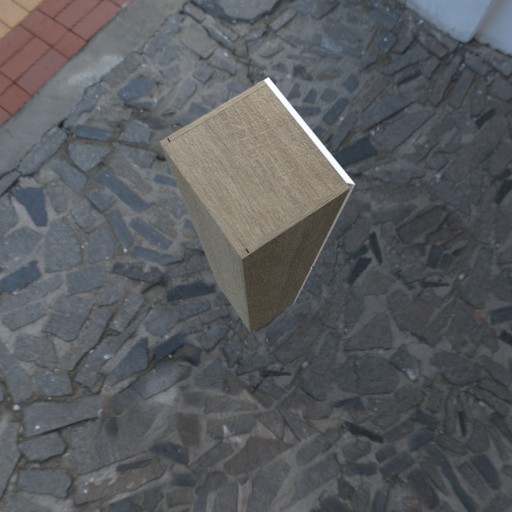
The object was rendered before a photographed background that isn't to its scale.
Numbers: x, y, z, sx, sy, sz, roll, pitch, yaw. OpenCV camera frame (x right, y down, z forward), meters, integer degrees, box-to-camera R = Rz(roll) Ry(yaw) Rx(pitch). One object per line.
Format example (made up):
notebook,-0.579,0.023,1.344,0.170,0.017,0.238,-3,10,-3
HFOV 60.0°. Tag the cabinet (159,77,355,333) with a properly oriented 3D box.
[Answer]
cabinet,0.000,0.000,1.561,0.270,1.400,0.300,-33,77,-9
